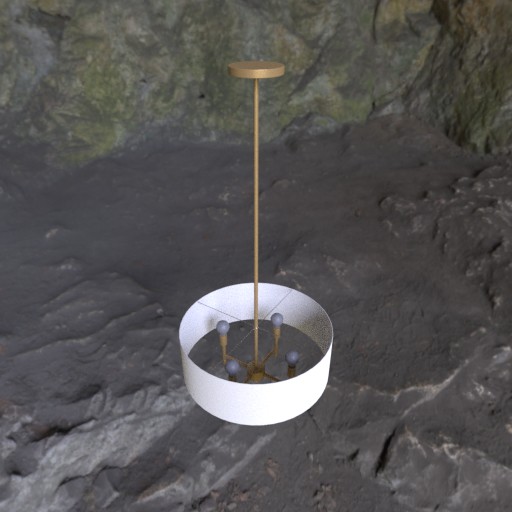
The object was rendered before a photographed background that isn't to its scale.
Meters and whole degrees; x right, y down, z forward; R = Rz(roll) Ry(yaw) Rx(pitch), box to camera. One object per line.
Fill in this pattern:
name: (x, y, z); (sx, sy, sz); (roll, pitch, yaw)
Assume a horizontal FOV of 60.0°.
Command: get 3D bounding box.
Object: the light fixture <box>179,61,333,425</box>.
light fixture: (0.000, 0.000, 1.335); (0.508, 1.067, 0.508); (0, 31, 0)
